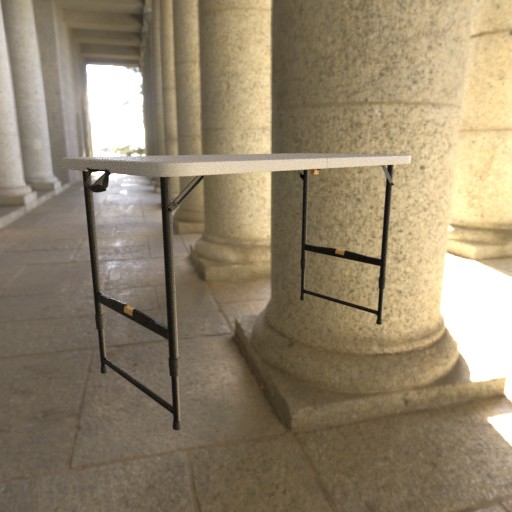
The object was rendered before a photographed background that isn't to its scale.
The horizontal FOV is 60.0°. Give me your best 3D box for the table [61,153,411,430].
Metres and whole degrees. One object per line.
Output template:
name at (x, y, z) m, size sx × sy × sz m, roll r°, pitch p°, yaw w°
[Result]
table at (0.000, 0.000, 1.674) m, size 1.245 × 0.737 × 0.611 m, roll -13°, pitch 19°, yaw -43°
